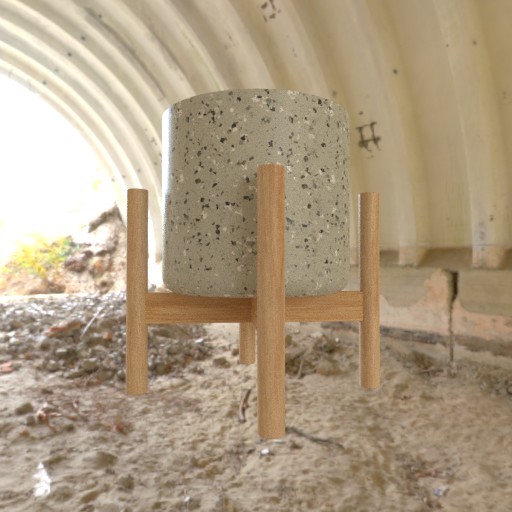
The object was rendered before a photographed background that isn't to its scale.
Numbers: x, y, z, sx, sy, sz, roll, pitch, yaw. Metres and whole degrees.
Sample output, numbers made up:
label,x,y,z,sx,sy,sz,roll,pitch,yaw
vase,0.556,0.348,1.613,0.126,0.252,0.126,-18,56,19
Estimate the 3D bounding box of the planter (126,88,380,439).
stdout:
label,x,y,z,sx,sy,sz,roll,pitch,yaw
planter,0.000,0.000,0.536,0.284,0.320,0.284,0,-1,17
